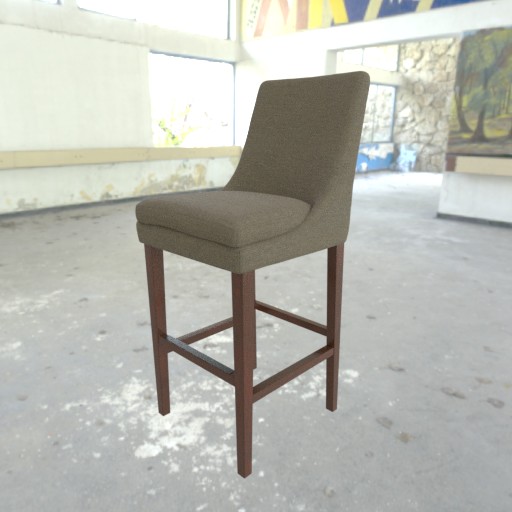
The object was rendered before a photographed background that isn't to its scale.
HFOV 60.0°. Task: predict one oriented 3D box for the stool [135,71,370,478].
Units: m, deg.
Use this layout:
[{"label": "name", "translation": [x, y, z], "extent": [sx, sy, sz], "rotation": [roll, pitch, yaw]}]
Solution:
[{"label": "stool", "translation": [0.000, 0.000, 1.377], "extent": [0.470, 1.078, 0.577], "rotation": [15, 22, 43]}]
